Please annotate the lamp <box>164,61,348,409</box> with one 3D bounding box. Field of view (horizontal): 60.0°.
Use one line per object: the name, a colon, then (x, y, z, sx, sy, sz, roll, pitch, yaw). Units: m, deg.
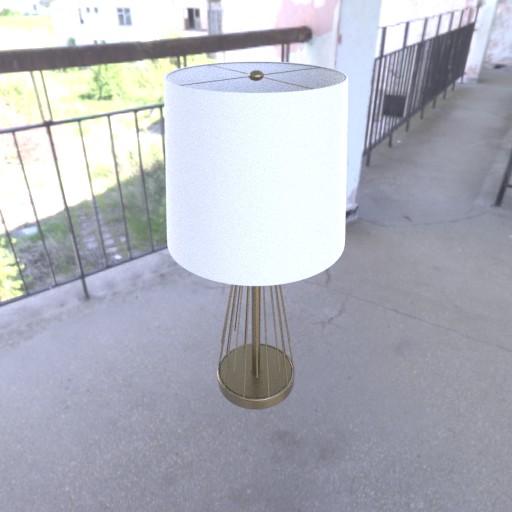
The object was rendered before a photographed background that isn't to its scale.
lamp: (0.000, 0.000, 0.790, 0.303, 0.618, 0.303, 0, 31, 0)
